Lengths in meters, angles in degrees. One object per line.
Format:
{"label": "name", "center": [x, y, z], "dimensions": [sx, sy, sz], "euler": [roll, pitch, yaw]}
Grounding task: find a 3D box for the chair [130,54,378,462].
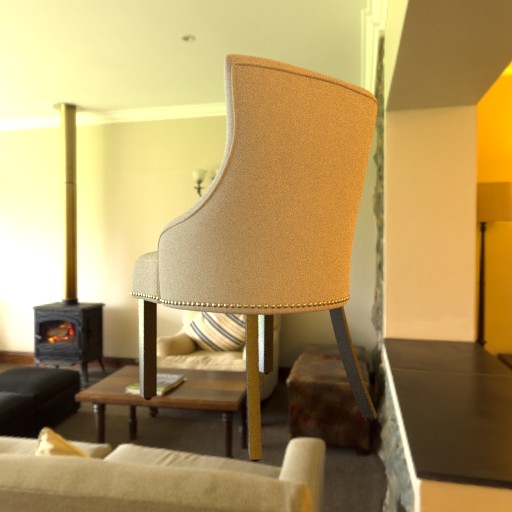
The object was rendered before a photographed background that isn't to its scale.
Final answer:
{"label": "chair", "center": [0.000, 0.000, 1.320], "dimensions": [0.566, 0.909, 0.629], "euler": [-1, 2, -36]}
